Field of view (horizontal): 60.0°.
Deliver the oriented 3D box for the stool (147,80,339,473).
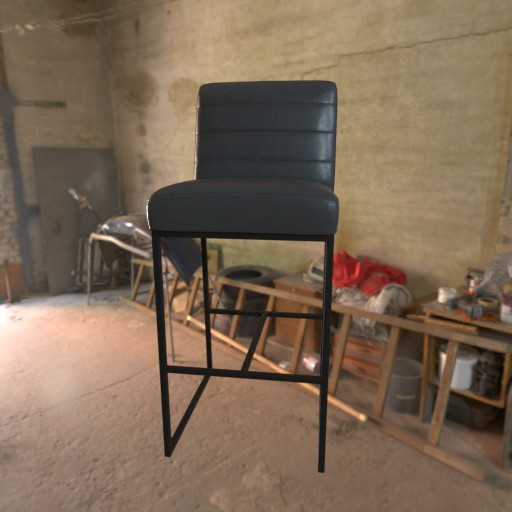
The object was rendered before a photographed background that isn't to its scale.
[{"bbox_3d":[0.000,0.000,1.316,0.457,1.040,0.552,2,13,8],"label":"stool"}]
